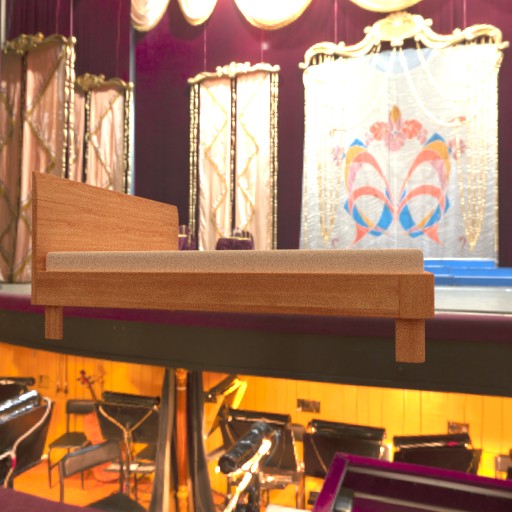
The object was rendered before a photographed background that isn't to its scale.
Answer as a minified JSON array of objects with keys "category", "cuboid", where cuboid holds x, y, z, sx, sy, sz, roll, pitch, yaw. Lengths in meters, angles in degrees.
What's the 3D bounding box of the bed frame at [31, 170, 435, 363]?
[{"category":"bed frame","cuboid":[0.000,0.000,2.934,2.092,0.940,1.660,0,-1,18]}]
